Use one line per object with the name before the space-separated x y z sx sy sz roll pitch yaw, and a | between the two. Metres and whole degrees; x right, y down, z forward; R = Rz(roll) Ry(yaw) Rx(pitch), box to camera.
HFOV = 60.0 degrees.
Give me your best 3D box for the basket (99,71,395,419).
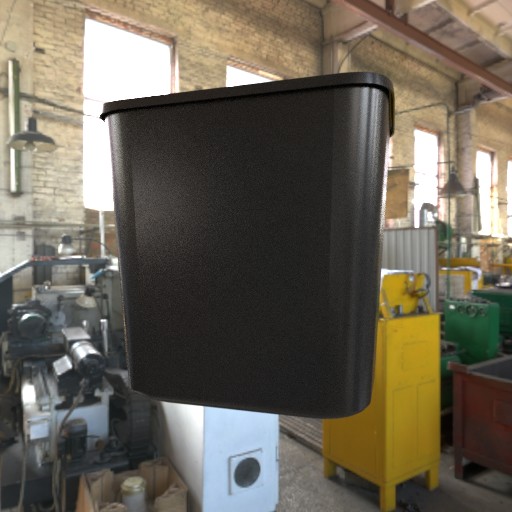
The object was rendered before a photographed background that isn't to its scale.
basket | 0.000 0.000 0.502 0.300 0.307 0.211 0 0 17
